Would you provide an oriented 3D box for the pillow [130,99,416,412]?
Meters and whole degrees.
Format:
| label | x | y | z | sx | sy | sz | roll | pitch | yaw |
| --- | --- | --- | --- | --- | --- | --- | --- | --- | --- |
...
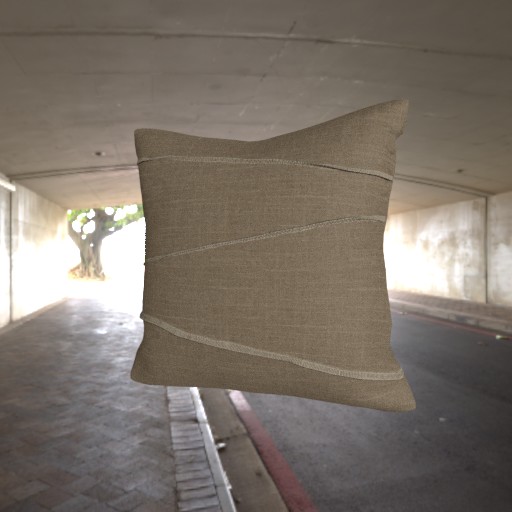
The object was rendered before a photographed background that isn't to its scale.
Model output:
| label | x | y | z | sx | sy | sz | roll | pitch | yaw |
| --- | --- | --- | --- | --- | --- | --- | --- | --- | --- |
| pillow | 0.000 | 0.000 | 0.626 | 0.424 | 0.400 | 0.169 | 0 | 0 | 19 |
